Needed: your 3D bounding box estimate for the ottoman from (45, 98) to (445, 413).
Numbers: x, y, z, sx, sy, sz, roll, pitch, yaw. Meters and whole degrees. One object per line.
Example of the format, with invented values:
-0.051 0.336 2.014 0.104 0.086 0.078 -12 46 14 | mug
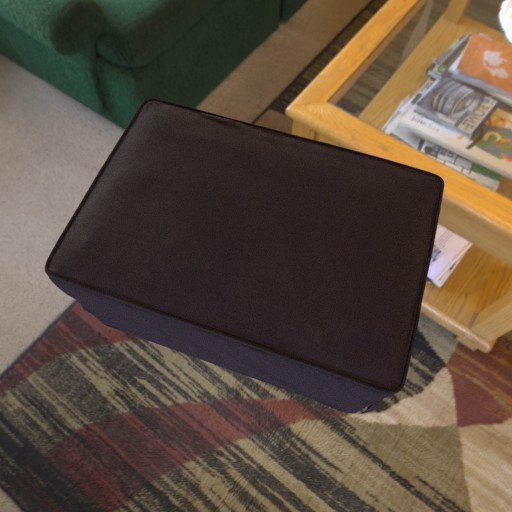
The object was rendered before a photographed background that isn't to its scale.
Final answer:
0.000 0.000 1.327 0.938 0.503 0.637 17 66 8 | ottoman
